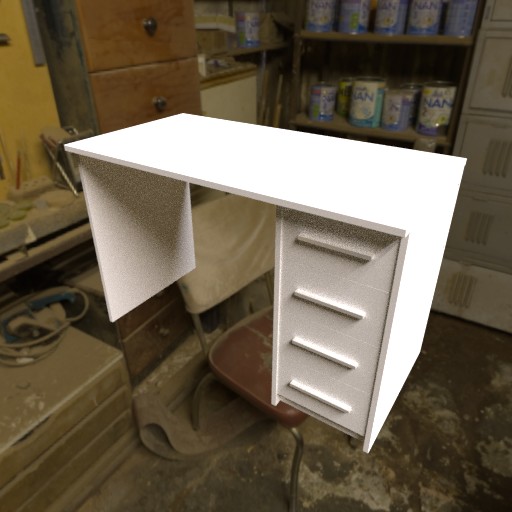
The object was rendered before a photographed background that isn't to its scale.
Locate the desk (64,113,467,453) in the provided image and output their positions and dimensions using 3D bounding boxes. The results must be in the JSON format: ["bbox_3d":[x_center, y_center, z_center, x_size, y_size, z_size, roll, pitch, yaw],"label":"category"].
[{"bbox_3d":[0.000,0.000,1.526,1.096,0.730,0.560,18,34,29],"label":"desk"}]
